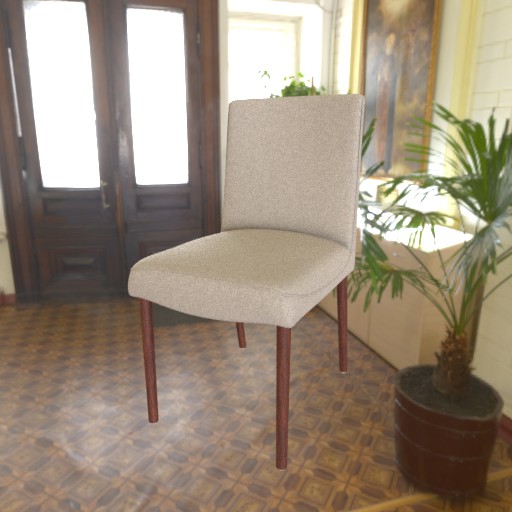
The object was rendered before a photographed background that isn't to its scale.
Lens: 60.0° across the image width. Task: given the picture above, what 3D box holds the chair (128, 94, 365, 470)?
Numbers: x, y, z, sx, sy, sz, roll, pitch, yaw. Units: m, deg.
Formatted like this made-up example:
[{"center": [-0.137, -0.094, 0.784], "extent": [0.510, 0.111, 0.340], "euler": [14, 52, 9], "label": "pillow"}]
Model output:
[{"center": [0.000, 0.000, 1.201], "extent": [0.456, 0.859, 0.570], "euler": [7, 16, 26], "label": "chair"}]
